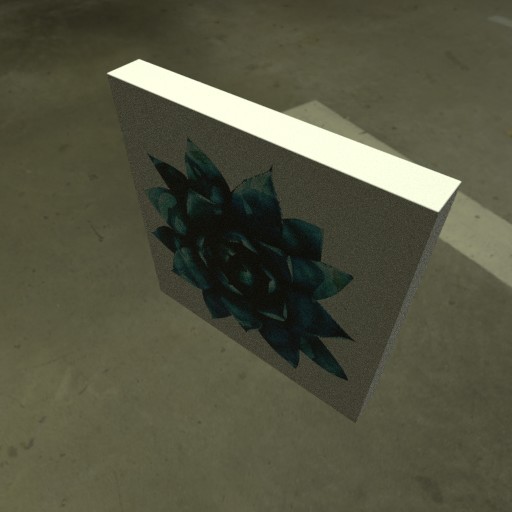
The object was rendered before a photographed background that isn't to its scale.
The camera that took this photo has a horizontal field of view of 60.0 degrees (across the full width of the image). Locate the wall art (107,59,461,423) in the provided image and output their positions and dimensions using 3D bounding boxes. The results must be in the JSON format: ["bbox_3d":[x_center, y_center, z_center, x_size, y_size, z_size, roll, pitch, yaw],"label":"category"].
[{"bbox_3d":[0.000,0.000,0.449,0.305,0.305,0.038,29,53,25],"label":"wall art"}]
